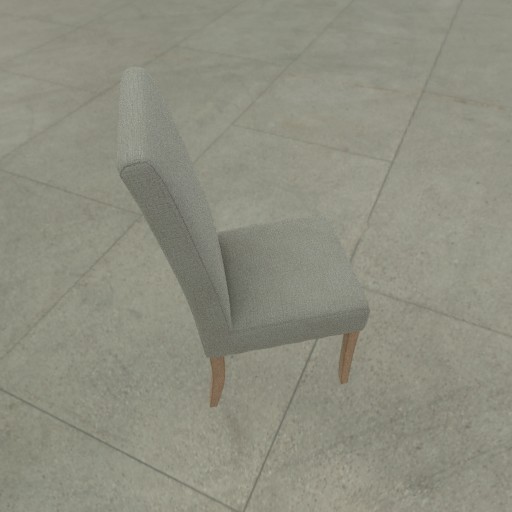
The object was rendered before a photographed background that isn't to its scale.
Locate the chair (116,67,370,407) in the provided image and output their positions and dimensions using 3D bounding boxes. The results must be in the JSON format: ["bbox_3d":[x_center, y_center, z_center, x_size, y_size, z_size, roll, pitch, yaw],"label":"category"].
[{"bbox_3d":[0.000,0.000,1.358,0.611,1.033,0.450,-8,46,-8],"label":"chair"}]
